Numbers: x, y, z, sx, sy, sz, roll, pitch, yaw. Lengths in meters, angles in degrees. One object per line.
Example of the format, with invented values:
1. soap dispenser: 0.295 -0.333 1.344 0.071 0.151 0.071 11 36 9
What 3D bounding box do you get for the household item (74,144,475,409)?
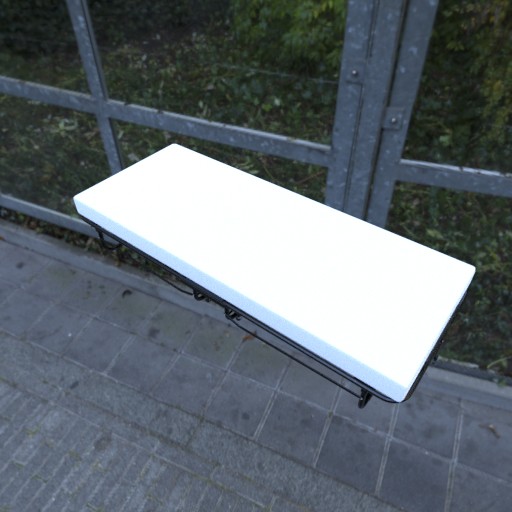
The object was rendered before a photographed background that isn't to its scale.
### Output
1. household item: 0.000 0.000 2.239 1.905 0.356 0.787 27 49 27
